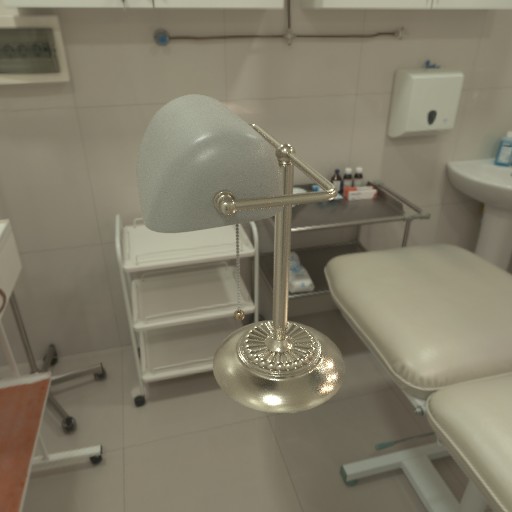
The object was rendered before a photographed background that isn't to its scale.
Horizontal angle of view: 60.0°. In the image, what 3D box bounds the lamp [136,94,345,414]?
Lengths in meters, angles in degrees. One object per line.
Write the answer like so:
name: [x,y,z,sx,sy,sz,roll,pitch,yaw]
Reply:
lamp: [0.000,0.000,0.515,0.243,0.339,0.264,-8,30,-14]
